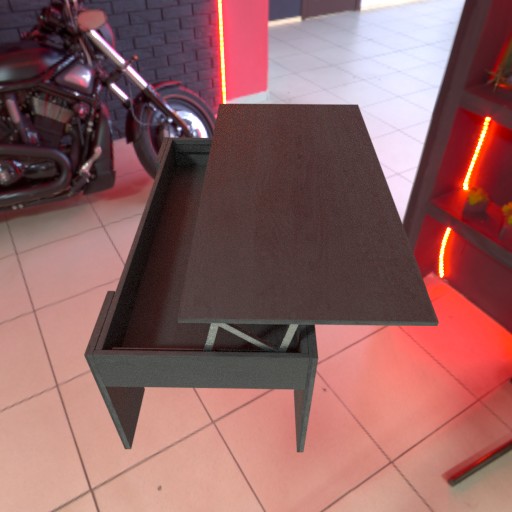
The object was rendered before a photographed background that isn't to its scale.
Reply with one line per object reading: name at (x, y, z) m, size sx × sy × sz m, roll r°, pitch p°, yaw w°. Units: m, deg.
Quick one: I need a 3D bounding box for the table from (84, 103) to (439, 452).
table at (0.000, 0.000, 1.404) m, size 0.711 × 0.570 × 1.000 m, roll 1°, pitch 42°, yaw 1°
